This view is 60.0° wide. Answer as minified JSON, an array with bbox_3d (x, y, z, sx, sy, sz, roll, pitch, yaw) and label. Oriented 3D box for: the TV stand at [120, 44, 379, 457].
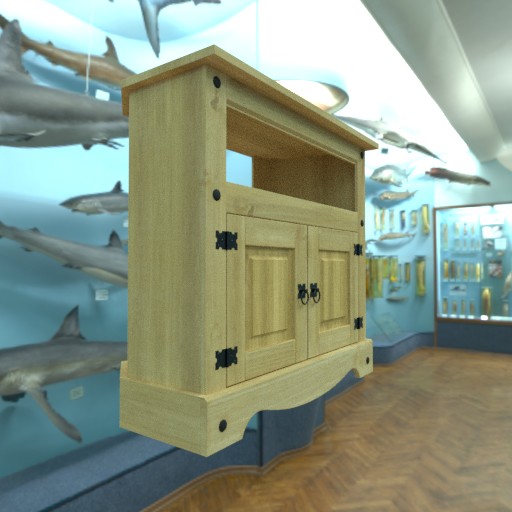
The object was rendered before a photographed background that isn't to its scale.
[{"bbox_3d":[0.000,0.000,1.297,0.425,0.781,0.851,-1,-1,36],"label":"TV stand"}]
